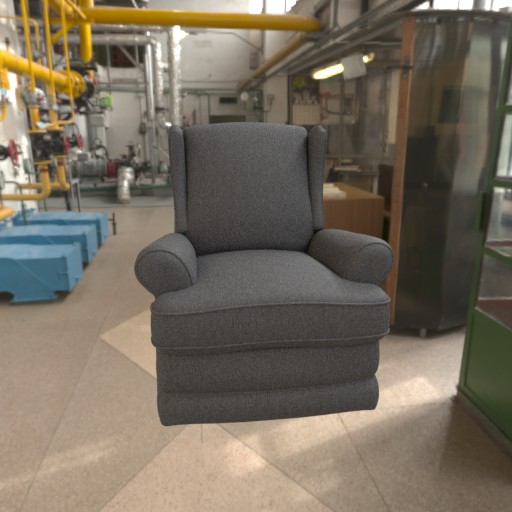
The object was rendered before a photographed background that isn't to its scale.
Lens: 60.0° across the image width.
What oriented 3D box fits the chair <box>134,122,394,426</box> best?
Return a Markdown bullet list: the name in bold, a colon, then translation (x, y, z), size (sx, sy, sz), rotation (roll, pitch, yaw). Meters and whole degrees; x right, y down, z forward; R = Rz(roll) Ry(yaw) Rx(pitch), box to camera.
- **chair**: translation (0.000, 0.000, 1.735), size (0.847, 1.011, 0.969), rotation (-2, 16, -7)
